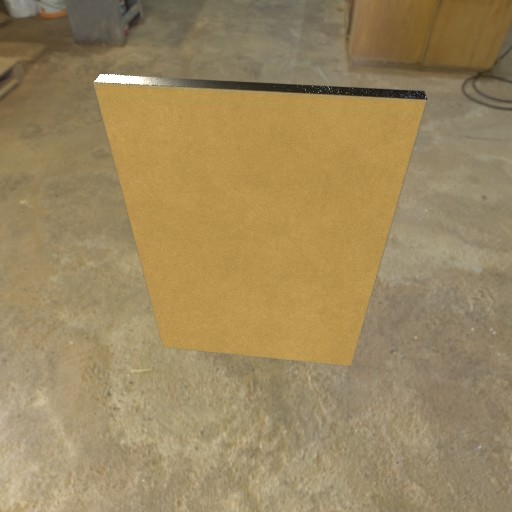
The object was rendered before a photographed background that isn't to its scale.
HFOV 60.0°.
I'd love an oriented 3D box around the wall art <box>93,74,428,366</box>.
[{"bbox_3d":[0.000,0.000,0.581,0.314,0.455,0.019,5,45,5],"label":"wall art"}]
